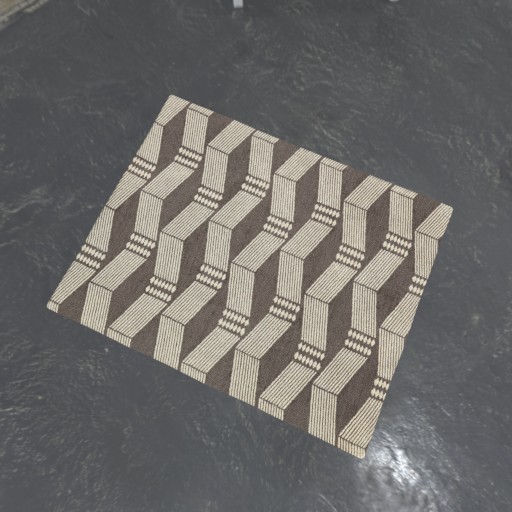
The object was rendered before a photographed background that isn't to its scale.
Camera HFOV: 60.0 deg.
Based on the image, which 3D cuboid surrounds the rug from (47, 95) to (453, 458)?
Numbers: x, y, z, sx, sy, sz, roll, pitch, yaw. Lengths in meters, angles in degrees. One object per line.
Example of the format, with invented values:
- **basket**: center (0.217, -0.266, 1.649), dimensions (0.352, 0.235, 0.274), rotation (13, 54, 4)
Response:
- **rug**: center (0.000, 0.000, 4.114), dimensions (3.048, 0.016, 2.438), rotation (24, 76, 6)
